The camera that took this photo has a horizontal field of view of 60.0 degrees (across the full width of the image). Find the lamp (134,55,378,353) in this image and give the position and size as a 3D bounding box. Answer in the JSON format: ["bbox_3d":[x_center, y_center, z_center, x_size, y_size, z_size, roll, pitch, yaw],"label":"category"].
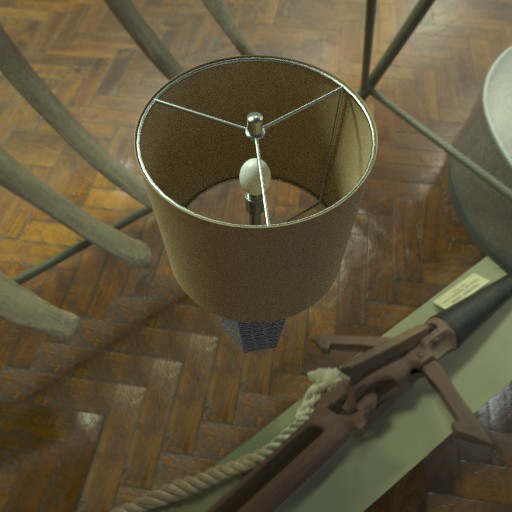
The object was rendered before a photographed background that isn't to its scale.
[{"bbox_3d":[0.000,0.000,0.859,0.320,0.682,0.320,-32,63,-18],"label":"lamp"}]
